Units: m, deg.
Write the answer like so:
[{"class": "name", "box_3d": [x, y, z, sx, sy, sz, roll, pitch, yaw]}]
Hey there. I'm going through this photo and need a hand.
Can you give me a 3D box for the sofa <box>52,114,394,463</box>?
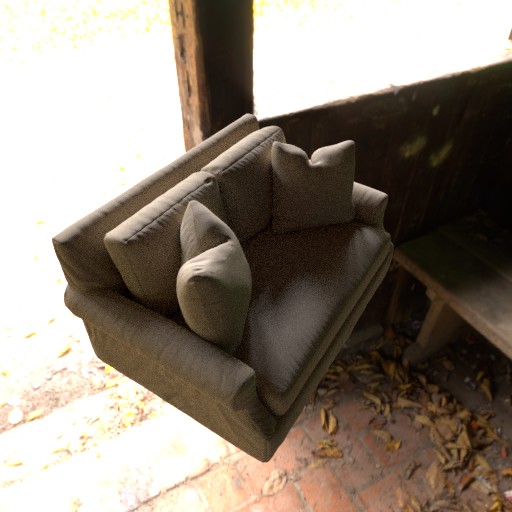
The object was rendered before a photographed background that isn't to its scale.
[{"class": "sofa", "box_3d": [0.000, 0.000, 2.236, 1.070, 0.905, 1.550, 23, 46, 24]}]
